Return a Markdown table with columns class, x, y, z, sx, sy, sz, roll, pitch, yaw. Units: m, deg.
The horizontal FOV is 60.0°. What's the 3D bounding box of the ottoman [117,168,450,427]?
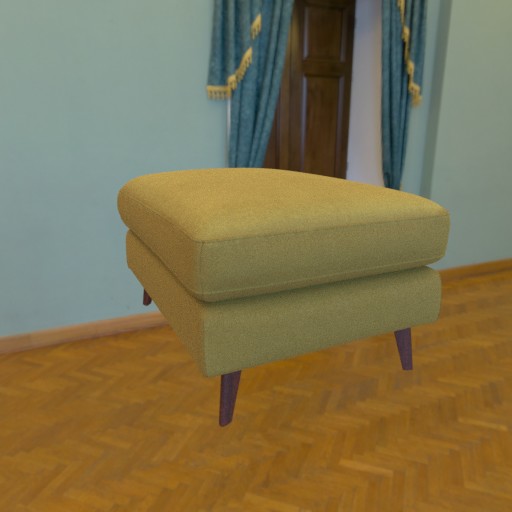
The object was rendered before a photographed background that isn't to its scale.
| class | x | y | z | sx | sy | sz | roll | pitch | yaw |
| --- | --- | --- | --- | --- | --- | --- | --- | --- | --- |
| ottoman | 0.000 | 0.000 | 1.217 | 0.608 | 0.449 | 0.811 | -8 | 18 | -25 |
